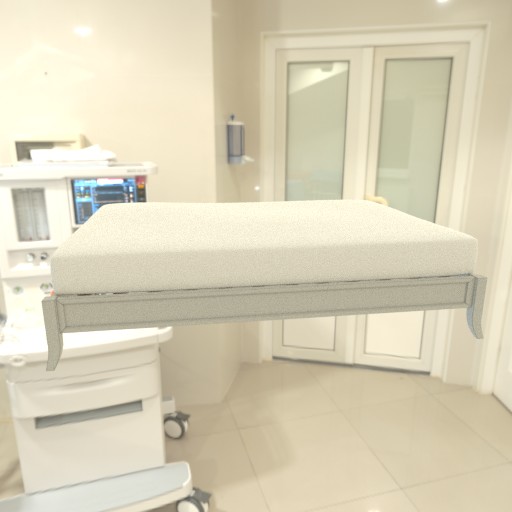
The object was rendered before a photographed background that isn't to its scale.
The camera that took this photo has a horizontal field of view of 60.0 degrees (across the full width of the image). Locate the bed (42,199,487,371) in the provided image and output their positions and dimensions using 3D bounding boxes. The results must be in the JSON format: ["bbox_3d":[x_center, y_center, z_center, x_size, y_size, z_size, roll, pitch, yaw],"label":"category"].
[{"bbox_3d":[0.000,0.000,2.607,1.985,0.510,1.460,-2,16,-8],"label":"bed"}]
